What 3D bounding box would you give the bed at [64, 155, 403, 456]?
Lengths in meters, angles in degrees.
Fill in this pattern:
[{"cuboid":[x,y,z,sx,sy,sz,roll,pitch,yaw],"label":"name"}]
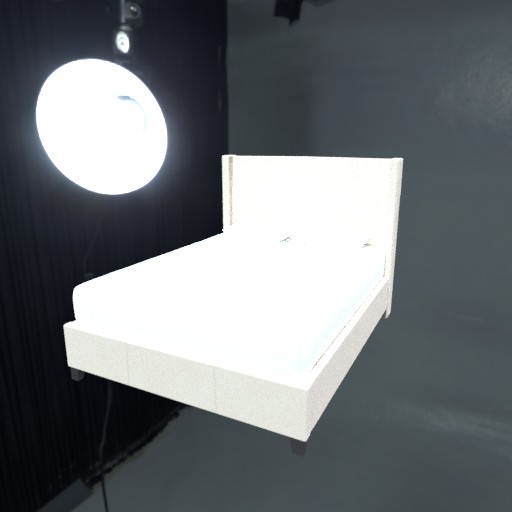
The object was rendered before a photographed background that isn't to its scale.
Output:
[{"cuboid":[0.000,0.000,3.522,1.778,1.471,2.293,7,17,26],"label":"bed"}]
